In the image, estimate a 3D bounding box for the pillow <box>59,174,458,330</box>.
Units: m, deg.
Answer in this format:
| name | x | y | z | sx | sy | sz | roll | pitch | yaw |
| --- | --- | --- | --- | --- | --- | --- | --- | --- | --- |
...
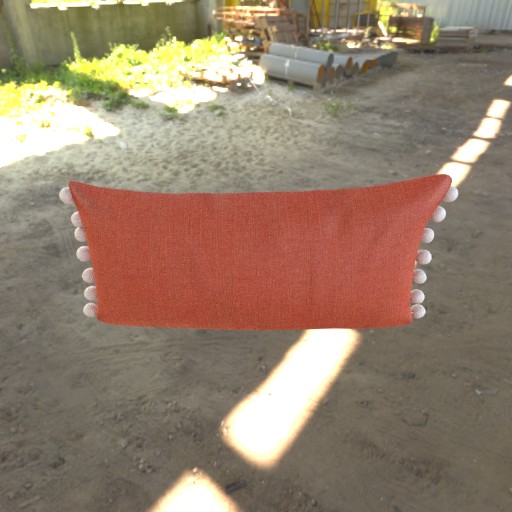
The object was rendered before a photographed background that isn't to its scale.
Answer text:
| name | x | y | z | sx | sy | sz | roll | pitch | yaw |
| --- | --- | --- | --- | --- | --- | --- | --- | --- | --- |
| pillow | 0.000 | 0.000 | 0.831 | 0.709 | 0.322 | 0.201 | 0 | 31 | 0 |
